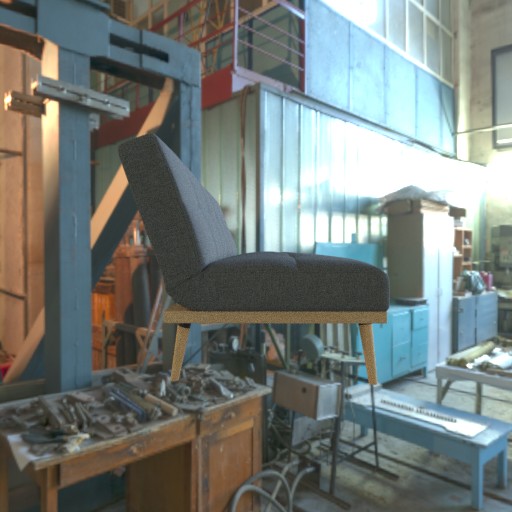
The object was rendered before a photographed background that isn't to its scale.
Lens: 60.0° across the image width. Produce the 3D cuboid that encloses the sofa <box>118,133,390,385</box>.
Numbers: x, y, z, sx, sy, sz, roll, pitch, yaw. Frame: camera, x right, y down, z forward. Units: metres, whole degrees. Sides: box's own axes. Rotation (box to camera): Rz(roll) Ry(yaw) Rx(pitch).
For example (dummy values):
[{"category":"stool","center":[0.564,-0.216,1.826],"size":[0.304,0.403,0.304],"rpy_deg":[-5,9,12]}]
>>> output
[{"category":"sofa","center":[0.000,0.000,2.200],"size":[0.820,0.770,1.820],"rpy_deg":[0,1,0]}]
